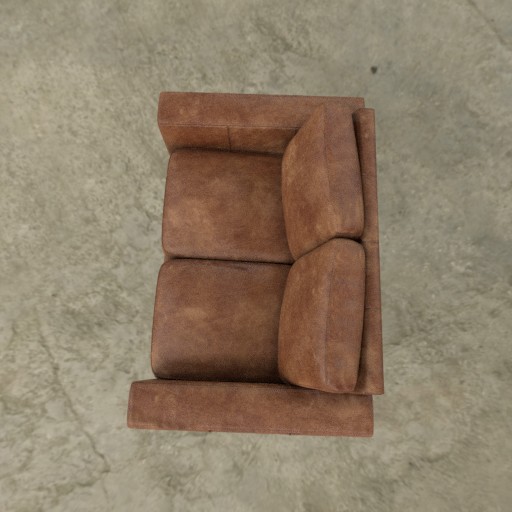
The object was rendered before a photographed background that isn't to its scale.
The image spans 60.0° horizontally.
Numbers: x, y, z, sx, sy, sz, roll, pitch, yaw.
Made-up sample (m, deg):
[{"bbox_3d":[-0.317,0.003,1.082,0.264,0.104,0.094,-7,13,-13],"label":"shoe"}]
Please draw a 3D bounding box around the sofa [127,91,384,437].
[{"bbox_3d":[0.000,0.000,2.207,1.041,0.889,1.626,2,76,0],"label":"sofa"}]
